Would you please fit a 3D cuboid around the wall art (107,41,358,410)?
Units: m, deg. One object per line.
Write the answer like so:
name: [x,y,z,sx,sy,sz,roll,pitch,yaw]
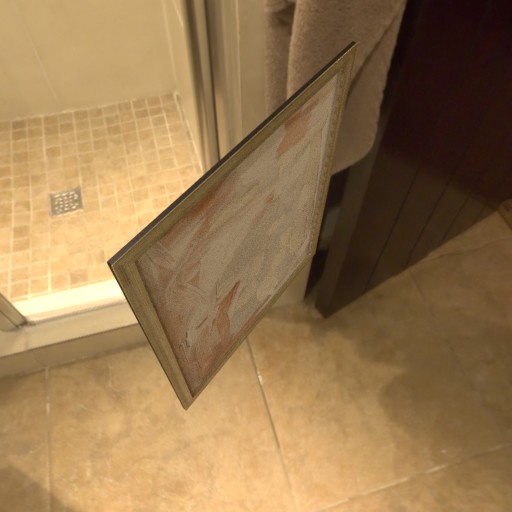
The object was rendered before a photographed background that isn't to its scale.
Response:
wall art: [0.000,0.000,0.777,0.009,0.559,0.483,32,62,19]
